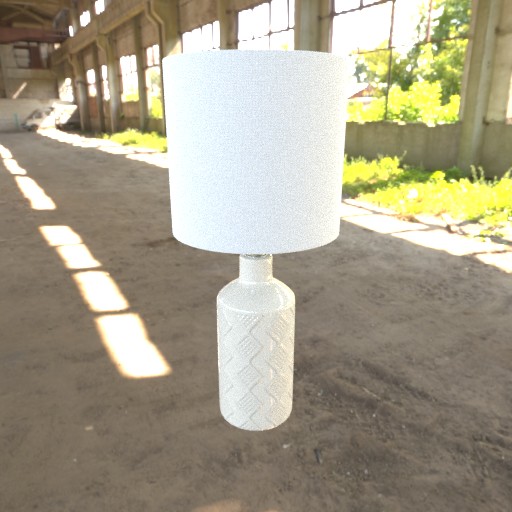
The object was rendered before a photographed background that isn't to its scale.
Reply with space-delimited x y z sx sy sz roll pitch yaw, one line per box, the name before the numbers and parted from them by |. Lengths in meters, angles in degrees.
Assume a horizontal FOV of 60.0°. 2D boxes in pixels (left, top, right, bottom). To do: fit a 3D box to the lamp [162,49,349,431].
lamp | 0.000 0.000 0.570 0.207 0.461 0.207 8 20 24
